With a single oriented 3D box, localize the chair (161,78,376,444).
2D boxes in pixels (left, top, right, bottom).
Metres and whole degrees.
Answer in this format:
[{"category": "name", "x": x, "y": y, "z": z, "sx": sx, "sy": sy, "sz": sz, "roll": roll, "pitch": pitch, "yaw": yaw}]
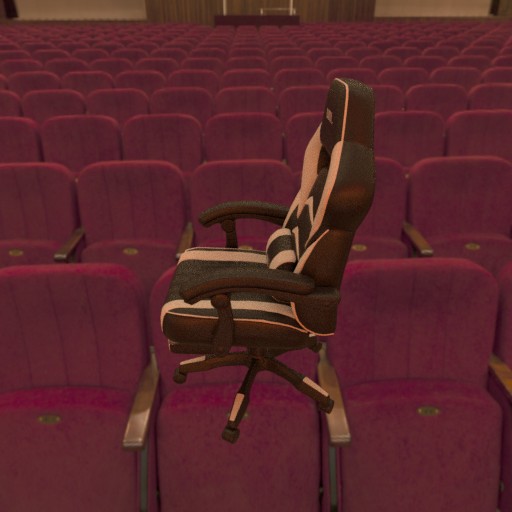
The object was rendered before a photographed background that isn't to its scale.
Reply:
[{"category": "chair", "x": 0.000, "y": 0.000, "z": 1.620, "sx": 0.700, "sy": 1.200, "sz": 0.676, "roll": 0, "pitch": 27, "yaw": -1}]
